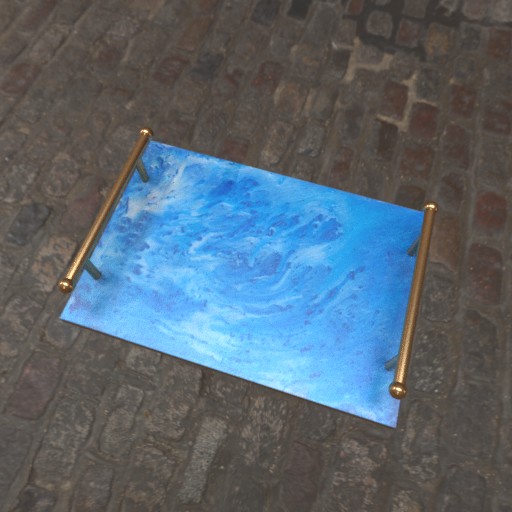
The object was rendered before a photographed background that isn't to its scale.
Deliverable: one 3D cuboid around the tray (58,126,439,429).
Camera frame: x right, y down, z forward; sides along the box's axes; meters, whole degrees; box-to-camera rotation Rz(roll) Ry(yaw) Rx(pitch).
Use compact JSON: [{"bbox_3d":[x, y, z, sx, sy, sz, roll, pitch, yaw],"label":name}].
[{"bbox_3d":[0.000,0.000,0.585,0.444,0.084,0.304,16,67,7],"label":"tray"}]
